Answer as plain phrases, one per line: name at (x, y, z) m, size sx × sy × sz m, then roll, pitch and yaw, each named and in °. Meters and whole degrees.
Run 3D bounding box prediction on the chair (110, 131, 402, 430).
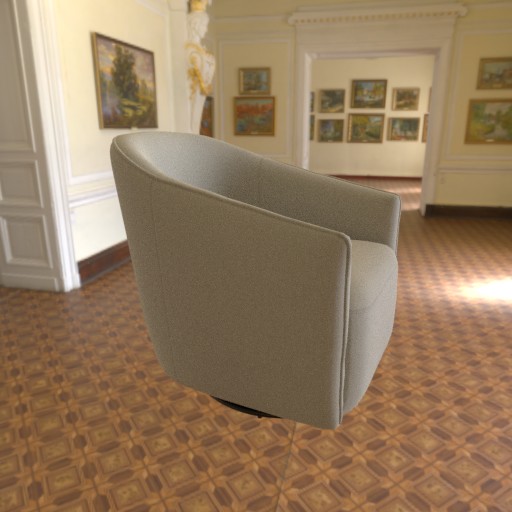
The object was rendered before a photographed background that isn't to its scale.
chair at (0.000, 0.000, 1.480) m, size 0.875 × 0.799 × 0.747 m, roll 8°, pitch 18°, yaw 25°
